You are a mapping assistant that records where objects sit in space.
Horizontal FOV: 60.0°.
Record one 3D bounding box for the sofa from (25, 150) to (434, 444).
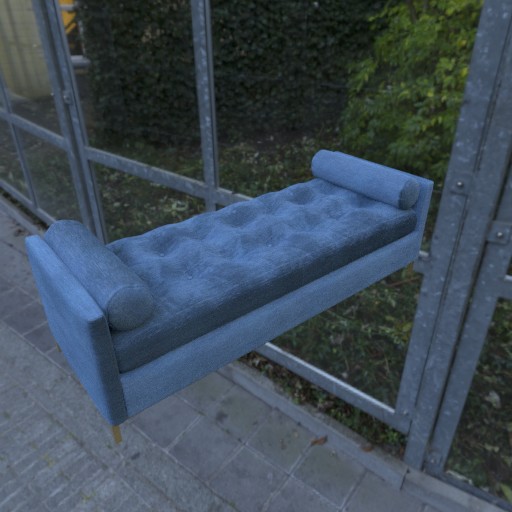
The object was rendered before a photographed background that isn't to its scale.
[{"bbox_3d":[0.000,0.000,2.444,2.102,0.705,0.796,-22,37,-33],"label":"sofa"}]
